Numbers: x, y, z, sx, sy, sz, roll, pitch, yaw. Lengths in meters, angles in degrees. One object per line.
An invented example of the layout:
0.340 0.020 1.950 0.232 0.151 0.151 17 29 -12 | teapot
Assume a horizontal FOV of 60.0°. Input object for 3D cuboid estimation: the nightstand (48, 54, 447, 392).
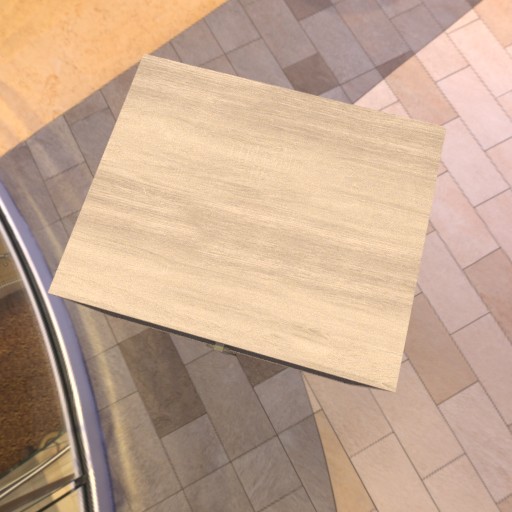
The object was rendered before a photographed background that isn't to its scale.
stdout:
0.000 0.000 0.835 0.450 0.500 0.380 15 76 4 | nightstand
